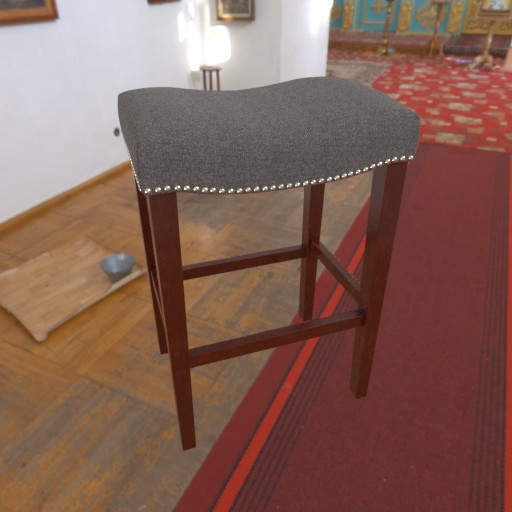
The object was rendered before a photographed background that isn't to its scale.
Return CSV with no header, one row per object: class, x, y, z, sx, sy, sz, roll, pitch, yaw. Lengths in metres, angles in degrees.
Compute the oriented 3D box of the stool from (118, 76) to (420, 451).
stool,0.000,0.000,1.032,0.504,0.742,0.372,-10,33,-16
